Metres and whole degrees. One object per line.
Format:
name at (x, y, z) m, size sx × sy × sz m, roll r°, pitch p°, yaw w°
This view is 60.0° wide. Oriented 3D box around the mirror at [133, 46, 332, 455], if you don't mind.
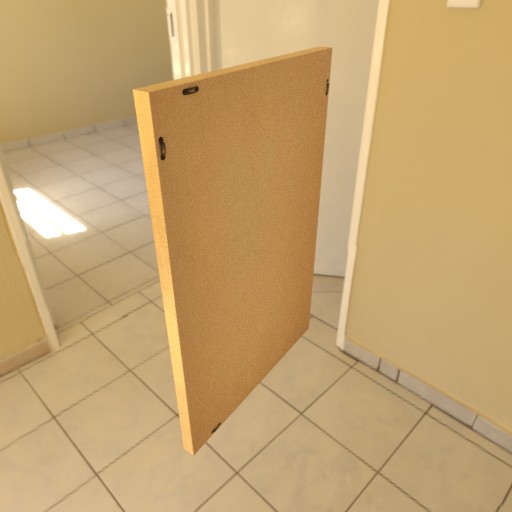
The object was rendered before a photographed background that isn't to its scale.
mirror at (0.000, 0.000, 1.136) m, size 0.040 × 0.915 × 0.609 m, roll 21°, pitch 38°, yaw 29°
